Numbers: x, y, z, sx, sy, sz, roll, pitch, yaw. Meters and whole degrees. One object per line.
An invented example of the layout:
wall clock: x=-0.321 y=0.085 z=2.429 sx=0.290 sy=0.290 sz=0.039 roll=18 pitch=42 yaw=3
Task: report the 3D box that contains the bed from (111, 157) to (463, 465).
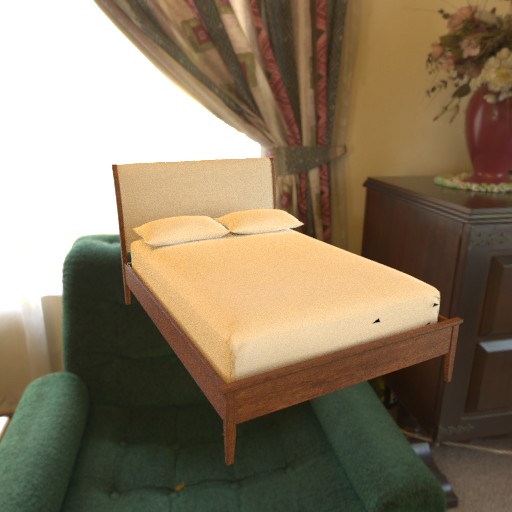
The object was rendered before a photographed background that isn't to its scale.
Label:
bed: x=0.000 y=0.000 z=3.302 sx=1.612 sy=1.250 sz=2.380 roll=-9 pitch=19 yaw=-27
